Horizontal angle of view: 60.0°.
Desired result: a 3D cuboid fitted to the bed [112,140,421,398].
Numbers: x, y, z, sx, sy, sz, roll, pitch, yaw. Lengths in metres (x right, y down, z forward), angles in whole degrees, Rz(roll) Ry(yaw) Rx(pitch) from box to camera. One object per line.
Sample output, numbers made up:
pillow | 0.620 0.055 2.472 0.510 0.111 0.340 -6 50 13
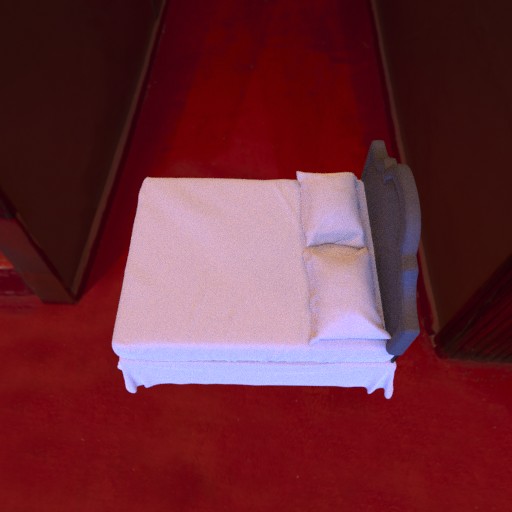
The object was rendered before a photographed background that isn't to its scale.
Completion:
bed | 0.000 0.000 3.381 2.222 1.634 1.780 1 58 0
